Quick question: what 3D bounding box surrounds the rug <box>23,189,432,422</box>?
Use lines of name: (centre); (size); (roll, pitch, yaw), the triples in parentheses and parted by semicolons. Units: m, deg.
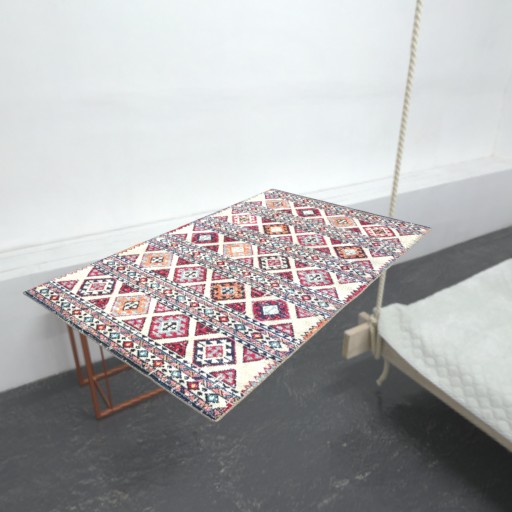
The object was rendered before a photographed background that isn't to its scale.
rug: (0.000, 0.000, 2.991); (1.545, 0.010, 2.440); (20, 33, 34)
